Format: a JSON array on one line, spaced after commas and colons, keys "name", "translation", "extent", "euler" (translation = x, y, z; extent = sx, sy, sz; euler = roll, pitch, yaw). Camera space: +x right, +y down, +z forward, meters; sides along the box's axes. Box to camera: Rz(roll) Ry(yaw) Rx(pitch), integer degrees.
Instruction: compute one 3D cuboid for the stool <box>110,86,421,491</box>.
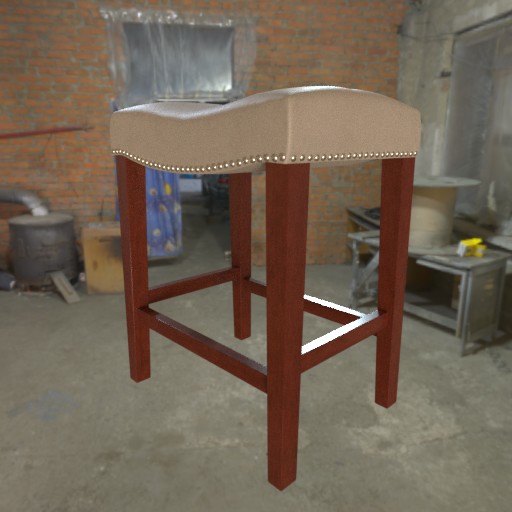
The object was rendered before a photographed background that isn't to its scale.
[{"name": "stool", "translation": [0.000, 0.000, 0.933], "extent": [0.375, 0.632, 0.509], "euler": [-14, 20, -42]}]
